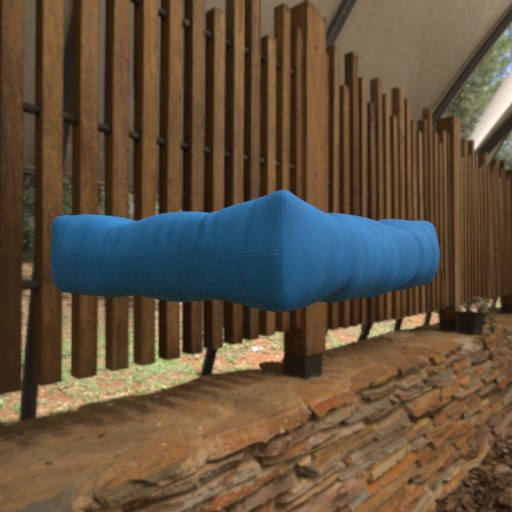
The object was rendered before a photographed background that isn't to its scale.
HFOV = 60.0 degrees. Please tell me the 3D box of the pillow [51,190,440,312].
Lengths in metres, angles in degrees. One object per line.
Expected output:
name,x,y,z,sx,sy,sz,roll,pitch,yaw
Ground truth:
pillow,0.000,0.000,0.733,0.468,0.128,0.490,-1,-1,38
